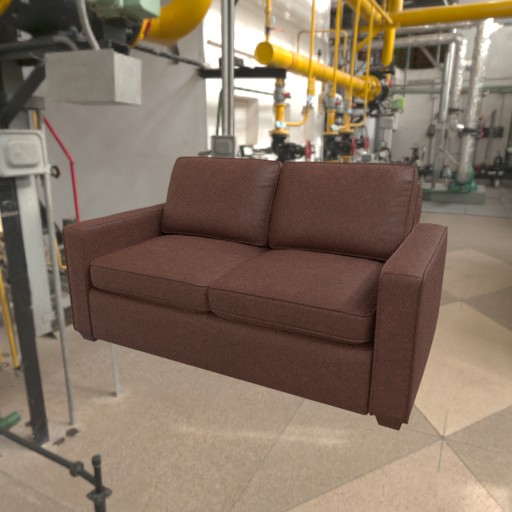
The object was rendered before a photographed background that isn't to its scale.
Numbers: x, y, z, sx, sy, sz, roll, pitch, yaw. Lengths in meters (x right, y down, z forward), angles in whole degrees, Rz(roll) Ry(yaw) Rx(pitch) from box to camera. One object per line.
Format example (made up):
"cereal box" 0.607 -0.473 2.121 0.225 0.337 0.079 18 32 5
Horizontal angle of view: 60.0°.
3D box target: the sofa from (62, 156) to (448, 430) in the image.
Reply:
"sofa" 0.000 0.000 2.220 1.709 0.918 0.947 8 18 26
